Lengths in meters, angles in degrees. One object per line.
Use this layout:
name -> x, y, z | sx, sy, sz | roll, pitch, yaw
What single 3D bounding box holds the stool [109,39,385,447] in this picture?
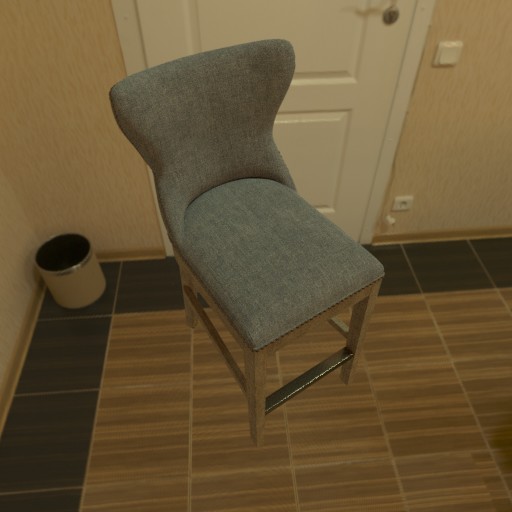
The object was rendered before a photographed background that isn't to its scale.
stool -> 0.000, 0.000, 1.278 | 0.498, 0.981, 0.608 | -26, 52, -22
